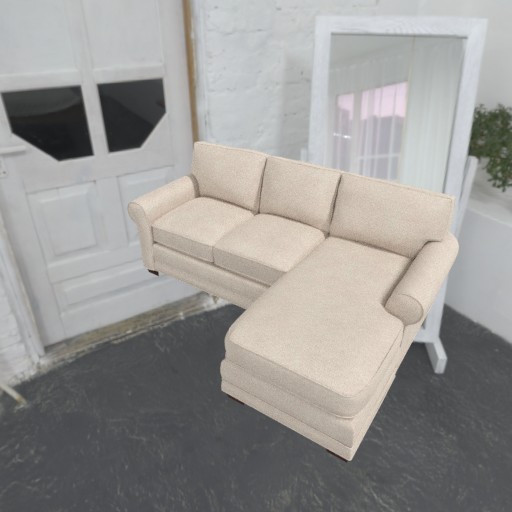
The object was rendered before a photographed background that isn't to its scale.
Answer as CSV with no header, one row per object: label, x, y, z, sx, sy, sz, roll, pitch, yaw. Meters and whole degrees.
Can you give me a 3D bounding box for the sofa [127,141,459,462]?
sofa,0.000,0.000,2.325,1.770,0.734,1.226,20,37,28
